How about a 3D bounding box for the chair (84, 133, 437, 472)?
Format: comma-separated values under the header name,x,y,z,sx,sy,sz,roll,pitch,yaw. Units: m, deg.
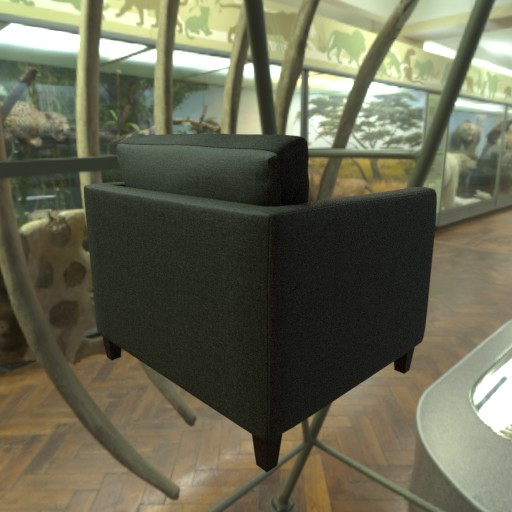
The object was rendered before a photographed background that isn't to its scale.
name,x,y,z,sx,sy,sz,roll,pitch,yaw
chair,0.000,0.000,1.806,0.959,0.963,1.107,-14,20,-43
